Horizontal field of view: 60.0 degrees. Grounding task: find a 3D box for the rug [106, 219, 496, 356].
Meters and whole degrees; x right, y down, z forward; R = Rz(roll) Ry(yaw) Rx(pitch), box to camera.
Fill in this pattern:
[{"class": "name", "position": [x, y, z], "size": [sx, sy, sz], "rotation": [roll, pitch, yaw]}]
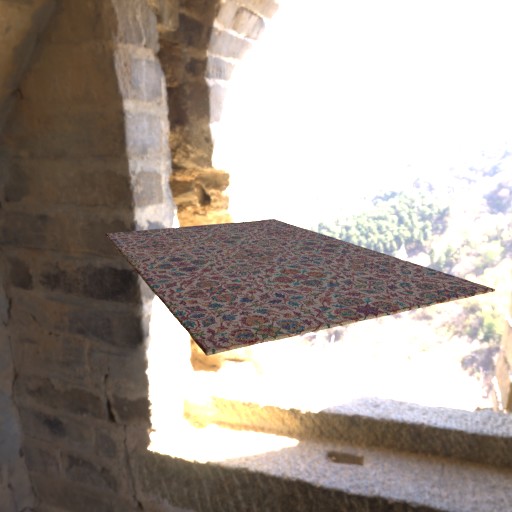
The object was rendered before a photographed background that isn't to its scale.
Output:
[{"class": "rug", "position": [0.000, 0.000, 2.877], "size": [1.541, 0.018, 2.297], "rotation": [-7, 16, -26]}]
